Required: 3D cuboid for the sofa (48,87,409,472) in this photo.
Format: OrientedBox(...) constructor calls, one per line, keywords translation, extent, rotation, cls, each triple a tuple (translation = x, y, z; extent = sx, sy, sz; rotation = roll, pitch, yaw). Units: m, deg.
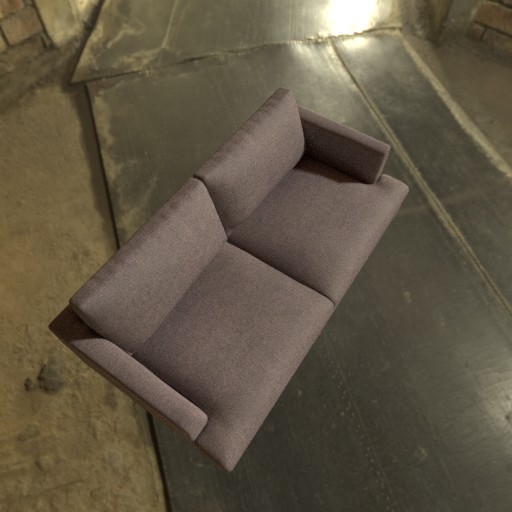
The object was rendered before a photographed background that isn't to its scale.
OrientedBox(translation=(0.000, 0.000, 2.476), extent=(1.020, 0.868, 1.948), rotation=(30, 63, 17), cls="sofa")
